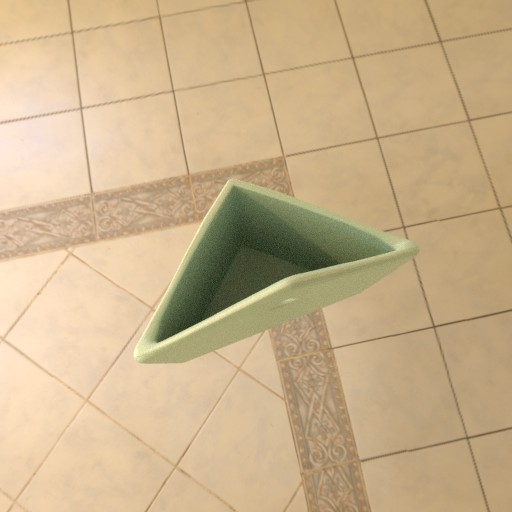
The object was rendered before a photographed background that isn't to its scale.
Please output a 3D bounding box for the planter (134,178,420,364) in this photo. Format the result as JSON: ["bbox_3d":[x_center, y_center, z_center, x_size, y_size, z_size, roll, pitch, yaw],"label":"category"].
[{"bbox_3d":[0.000,0.000,0.277,0.164,0.197,0.079,-21,77,-5],"label":"planter"}]
